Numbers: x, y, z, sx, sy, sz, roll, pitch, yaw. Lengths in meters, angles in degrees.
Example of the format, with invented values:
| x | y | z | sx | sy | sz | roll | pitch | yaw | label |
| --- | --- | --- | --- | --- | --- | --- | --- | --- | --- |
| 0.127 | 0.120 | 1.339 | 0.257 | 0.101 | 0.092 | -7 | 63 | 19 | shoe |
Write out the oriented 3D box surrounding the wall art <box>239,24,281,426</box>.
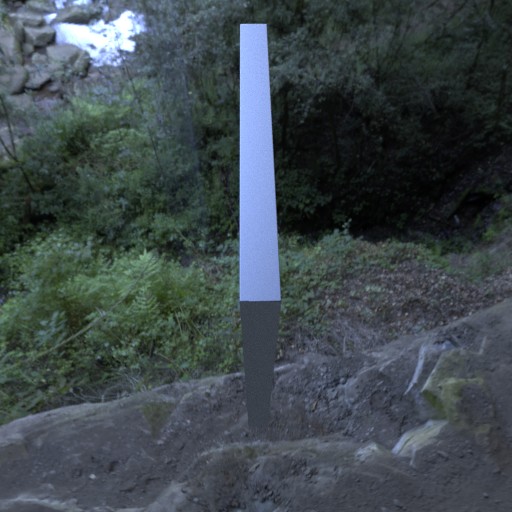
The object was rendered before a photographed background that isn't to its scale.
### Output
| x | y | z | sx | sy | sz | roll | pitch | yaw | label |
| --- | --- | --- | --- | --- | --- | --- | --- | --- | --- |
| 0.000 | 0.000 | 0.757 | 0.039 | 0.553 | 0.445 | -1 | 58 | -1 | wall art |
